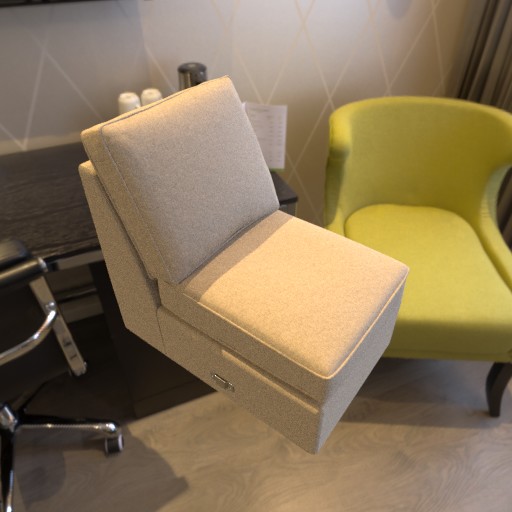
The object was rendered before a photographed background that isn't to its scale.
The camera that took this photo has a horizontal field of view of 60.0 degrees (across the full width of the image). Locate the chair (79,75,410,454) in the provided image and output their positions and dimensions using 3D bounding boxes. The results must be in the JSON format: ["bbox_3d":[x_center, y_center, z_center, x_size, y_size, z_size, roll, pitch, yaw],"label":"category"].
[{"bbox_3d":[0.000,0.000,1.685,1.020,1.058,0.674,26,46,27],"label":"chair"}]
